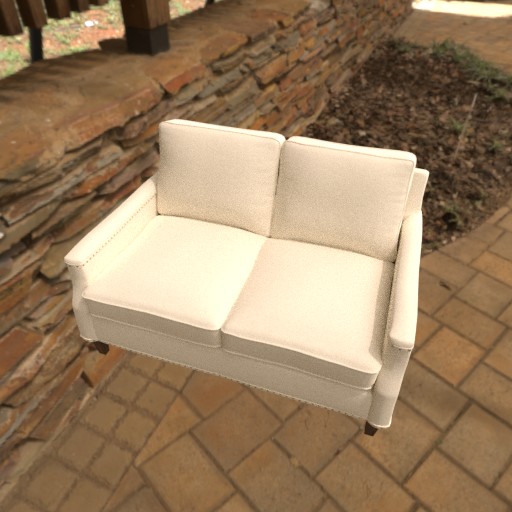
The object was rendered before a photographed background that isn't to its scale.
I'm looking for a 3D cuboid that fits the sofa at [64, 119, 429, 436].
[{"bbox_3d":[0.000,0.000,2.281,1.597,1.003,1.084,12,41,15],"label":"sofa"}]
